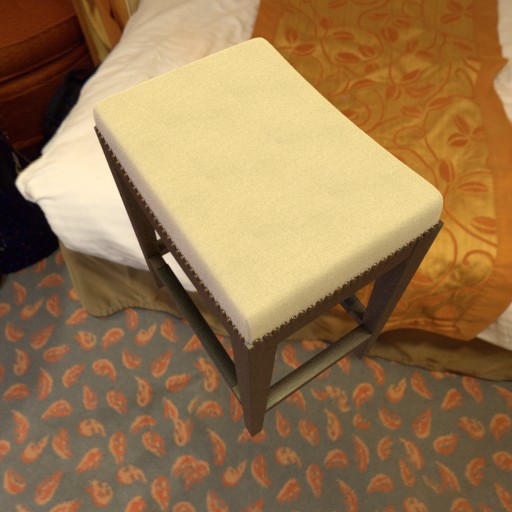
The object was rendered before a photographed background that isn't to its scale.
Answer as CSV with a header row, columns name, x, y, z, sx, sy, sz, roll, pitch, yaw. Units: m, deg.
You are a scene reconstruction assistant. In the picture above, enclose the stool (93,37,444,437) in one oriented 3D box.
name,x,y,z,sx,sy,sz,roll,pitch,yaw
stool,0.000,0.000,0.931,0.361,0.642,0.500,-30,63,-17
